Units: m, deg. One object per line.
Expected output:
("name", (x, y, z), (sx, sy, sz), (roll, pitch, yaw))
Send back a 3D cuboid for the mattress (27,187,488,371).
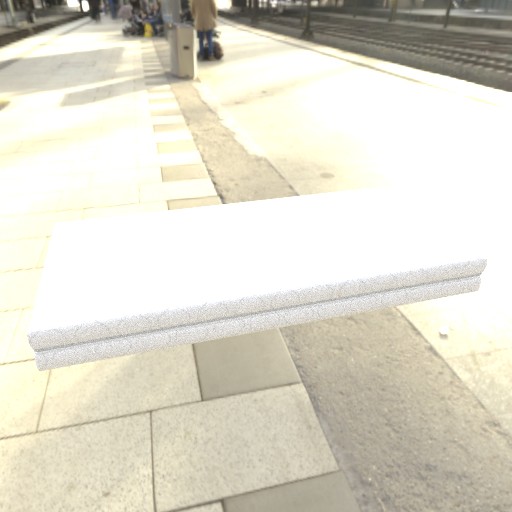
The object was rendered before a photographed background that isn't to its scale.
("mattress", (0.000, 0.000, 2.160), (1.900, 0.200, 0.900), (-8, 31, -13))
